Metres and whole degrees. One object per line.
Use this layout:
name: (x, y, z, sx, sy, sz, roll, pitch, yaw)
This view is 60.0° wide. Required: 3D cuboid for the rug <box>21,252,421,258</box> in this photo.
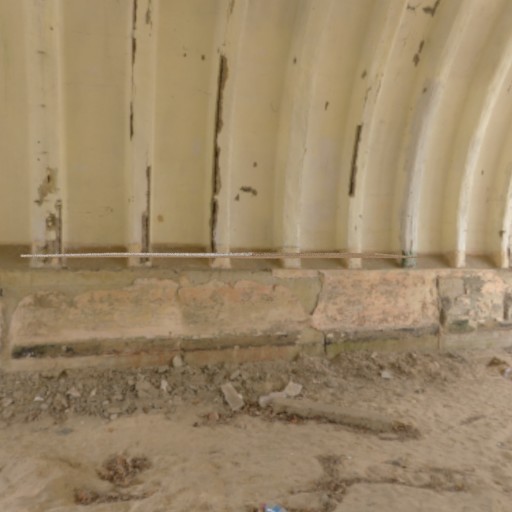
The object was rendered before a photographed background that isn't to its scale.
rug: (0.000, 0.000, 2.986, 1.574, 0.029, 2.346, 0, -1, 35)
